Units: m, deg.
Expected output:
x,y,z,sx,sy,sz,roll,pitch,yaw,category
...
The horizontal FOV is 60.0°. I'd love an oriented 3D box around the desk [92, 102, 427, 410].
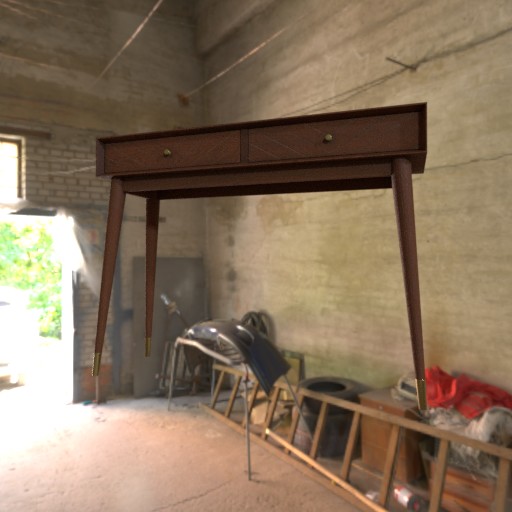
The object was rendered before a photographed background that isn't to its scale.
x,y,z,sx,sy,sz,roll,pitch,yaw,category
0.000,0.000,1.683,1.204,0.917,0.384,0,-1,19,desk
